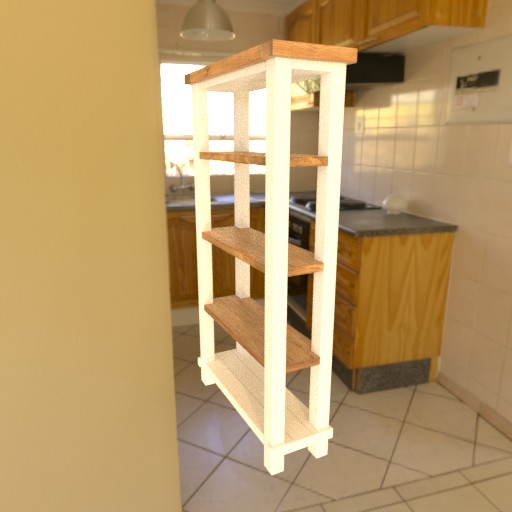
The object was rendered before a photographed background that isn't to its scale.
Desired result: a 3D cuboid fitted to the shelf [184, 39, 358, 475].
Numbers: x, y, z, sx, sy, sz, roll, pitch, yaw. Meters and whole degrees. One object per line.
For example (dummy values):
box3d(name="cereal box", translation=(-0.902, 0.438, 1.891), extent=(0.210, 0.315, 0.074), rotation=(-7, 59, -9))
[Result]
box3d(name="shelf", translation=(0.000, 0.000, 2.336), extent=(0.381, 1.878, 1.022), rotation=(-7, 16, -26))
